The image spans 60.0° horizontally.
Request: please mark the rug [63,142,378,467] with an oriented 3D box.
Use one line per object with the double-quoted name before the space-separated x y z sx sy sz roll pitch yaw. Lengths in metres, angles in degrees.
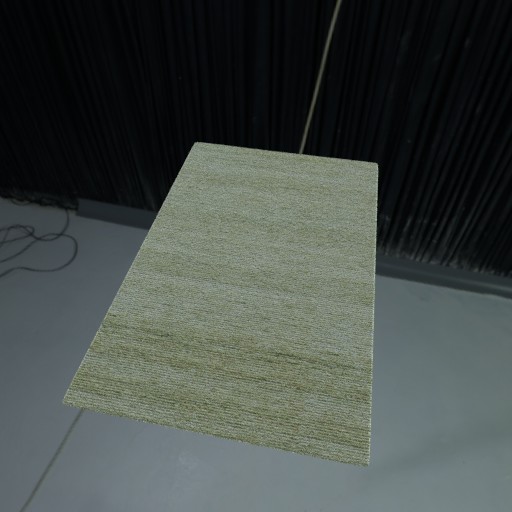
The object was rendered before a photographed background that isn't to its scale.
"rug" 0.000 0.000 2.164 1.143 0.010 1.758 9 49 8
